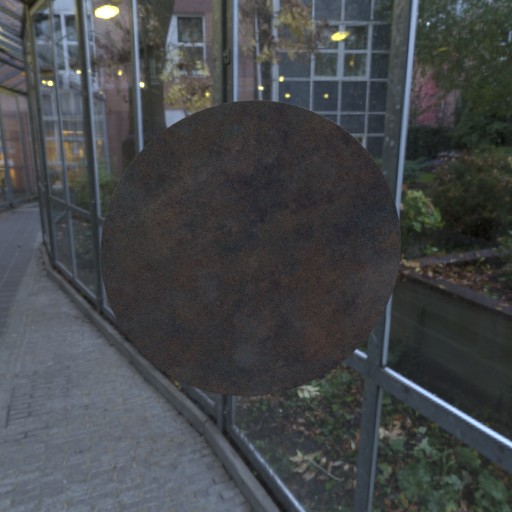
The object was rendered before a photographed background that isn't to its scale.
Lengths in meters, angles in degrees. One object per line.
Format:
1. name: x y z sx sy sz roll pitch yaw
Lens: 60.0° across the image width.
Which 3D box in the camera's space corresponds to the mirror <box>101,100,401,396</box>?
1. mirror: 0.000 0.000 0.886 0.585 0.585 0.061 -2 14 -9
